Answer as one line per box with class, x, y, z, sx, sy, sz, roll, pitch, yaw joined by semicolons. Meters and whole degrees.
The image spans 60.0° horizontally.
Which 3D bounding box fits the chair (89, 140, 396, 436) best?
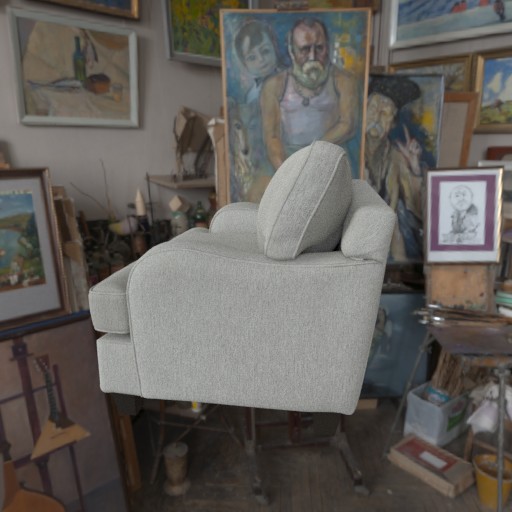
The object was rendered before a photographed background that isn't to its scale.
chair;0.000;0.000;2.024;1.041;1.016;1.220;2;14;9
